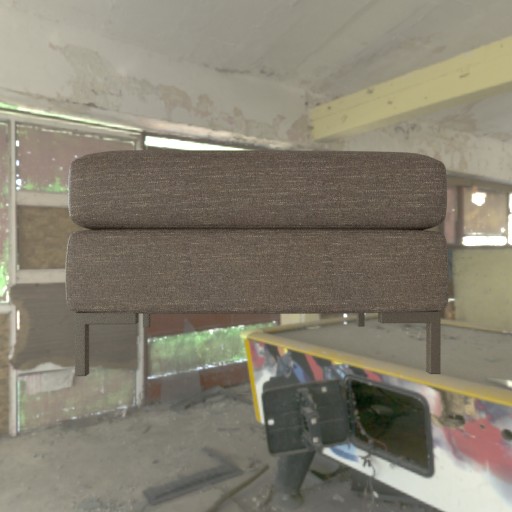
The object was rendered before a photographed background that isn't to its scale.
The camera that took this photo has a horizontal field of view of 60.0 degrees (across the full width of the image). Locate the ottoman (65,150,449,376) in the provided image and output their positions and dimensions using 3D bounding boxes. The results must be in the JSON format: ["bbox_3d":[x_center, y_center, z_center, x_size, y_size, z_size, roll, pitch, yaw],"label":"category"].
[{"bbox_3d":[0.000,0.000,1.232,0.820,0.490,0.671,0,0,-1],"label":"ottoman"}]
